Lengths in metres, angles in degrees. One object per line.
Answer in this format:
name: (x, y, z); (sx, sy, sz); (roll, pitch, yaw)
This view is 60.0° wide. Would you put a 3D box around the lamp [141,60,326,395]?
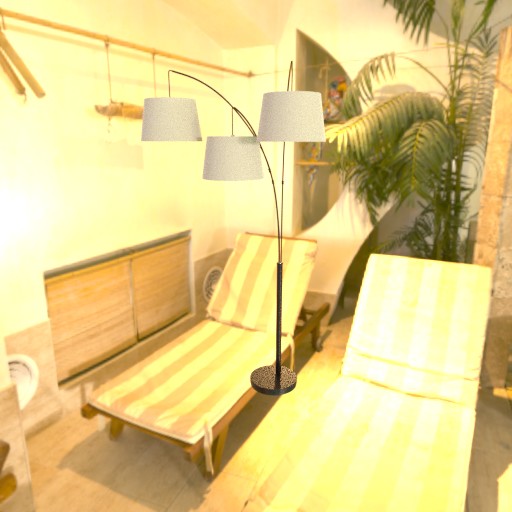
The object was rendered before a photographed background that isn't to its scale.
lamp: (0.000, 0.000, 2.540); (0.951, 1.950, 0.924); (7, 16, 26)
